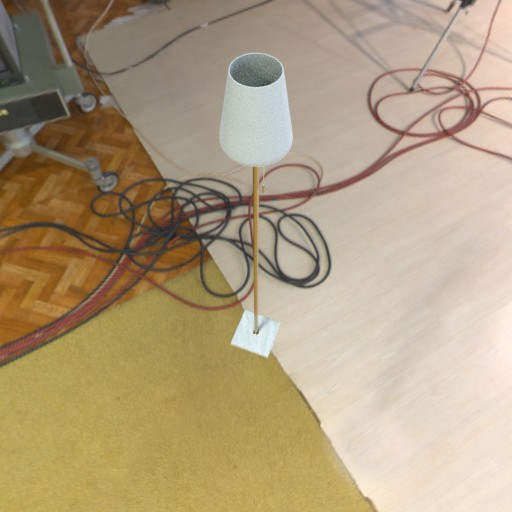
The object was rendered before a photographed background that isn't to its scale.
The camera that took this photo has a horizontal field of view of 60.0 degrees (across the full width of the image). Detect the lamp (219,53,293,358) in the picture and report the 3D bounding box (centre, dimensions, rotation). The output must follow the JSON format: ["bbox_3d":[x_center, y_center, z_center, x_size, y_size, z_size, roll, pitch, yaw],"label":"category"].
[{"bbox_3d":[0.000,0.000,1.896,0.232,1.813,0.229,18,60,11],"label":"lamp"}]
